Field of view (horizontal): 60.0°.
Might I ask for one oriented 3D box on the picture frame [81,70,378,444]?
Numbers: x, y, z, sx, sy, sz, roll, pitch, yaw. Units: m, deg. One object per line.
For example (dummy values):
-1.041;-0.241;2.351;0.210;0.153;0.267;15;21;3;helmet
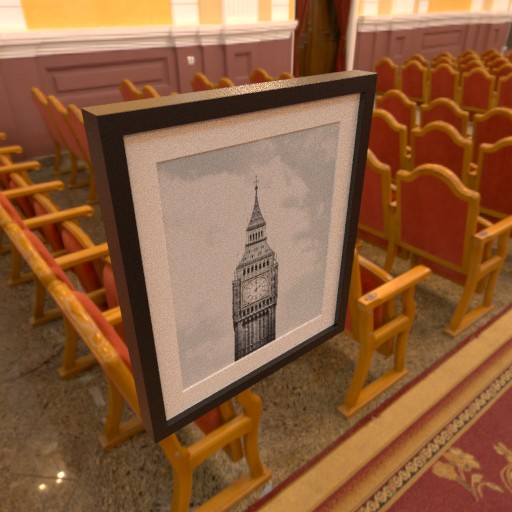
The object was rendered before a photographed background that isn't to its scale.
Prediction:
0.000;0.000;0.524;0.328;0.378;0.034;-22;37;-32;picture frame
